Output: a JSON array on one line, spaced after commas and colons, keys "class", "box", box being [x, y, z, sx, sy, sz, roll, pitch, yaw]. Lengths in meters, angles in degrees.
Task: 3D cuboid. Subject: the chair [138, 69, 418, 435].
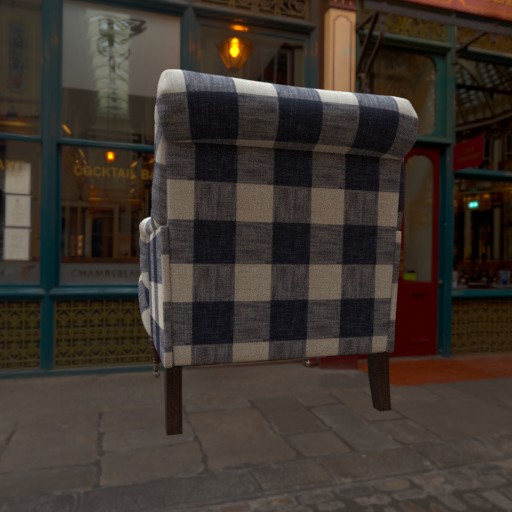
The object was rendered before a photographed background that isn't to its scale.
[{"class": "chair", "box": [0.000, 0.000, 1.565, 0.781, 0.953, 0.848, 0, -1, -17]}]
